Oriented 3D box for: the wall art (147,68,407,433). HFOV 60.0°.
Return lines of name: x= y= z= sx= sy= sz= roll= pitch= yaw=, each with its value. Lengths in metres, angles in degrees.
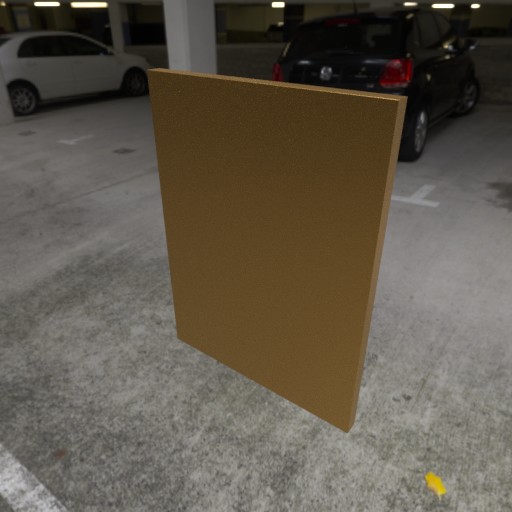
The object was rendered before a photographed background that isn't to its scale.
wall art: x=0.000 y=0.000 z=1.093 sx=0.610 sy=0.812 sz=0.038 roll=20 pitch=36 yaw=31
